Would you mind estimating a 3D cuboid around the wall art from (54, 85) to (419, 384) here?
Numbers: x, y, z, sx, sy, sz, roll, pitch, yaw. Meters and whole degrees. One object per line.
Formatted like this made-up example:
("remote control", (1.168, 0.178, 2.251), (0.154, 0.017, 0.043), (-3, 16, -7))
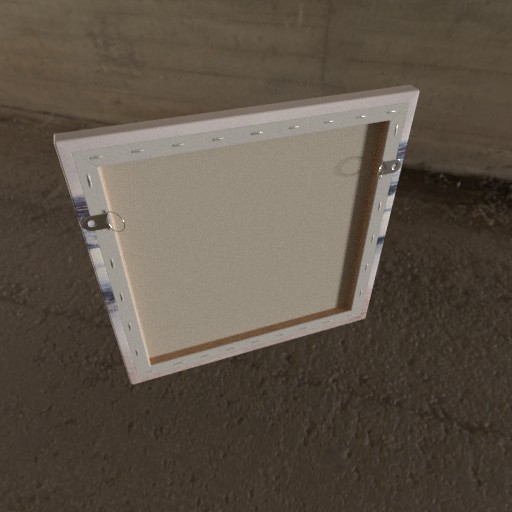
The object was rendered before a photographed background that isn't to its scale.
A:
("wall art", (0.000, 0.000, 1.117), (0.755, 0.747, 0.065), (-13, 42, -15))
